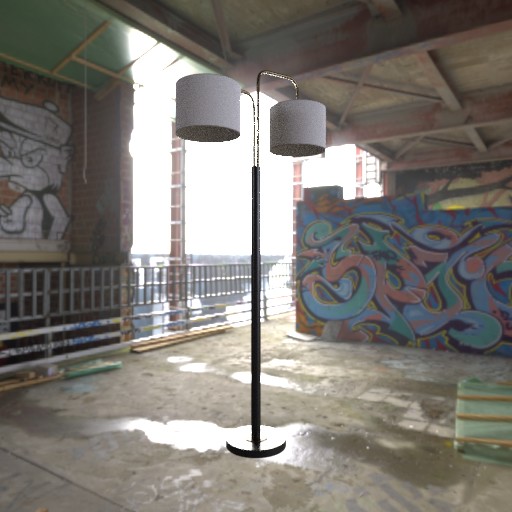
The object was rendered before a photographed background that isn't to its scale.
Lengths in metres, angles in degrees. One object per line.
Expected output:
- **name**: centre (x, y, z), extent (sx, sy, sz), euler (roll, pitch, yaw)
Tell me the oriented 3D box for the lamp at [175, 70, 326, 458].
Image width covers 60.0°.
- **lamp**: centre (0.000, 0.000, 1.863), extent (0.711, 1.587, 0.254), euler (0, 0, -36)
